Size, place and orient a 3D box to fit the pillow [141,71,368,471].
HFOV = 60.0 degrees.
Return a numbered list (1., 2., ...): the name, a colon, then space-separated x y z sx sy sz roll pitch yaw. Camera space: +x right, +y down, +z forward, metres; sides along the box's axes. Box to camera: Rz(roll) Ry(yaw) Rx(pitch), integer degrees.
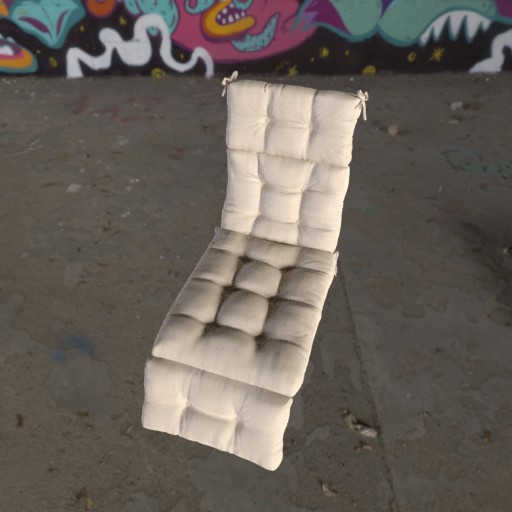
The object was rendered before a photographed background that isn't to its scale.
1. pillow: 0.000 0.000 1.504 0.526 0.863 1.016 13 44 13
